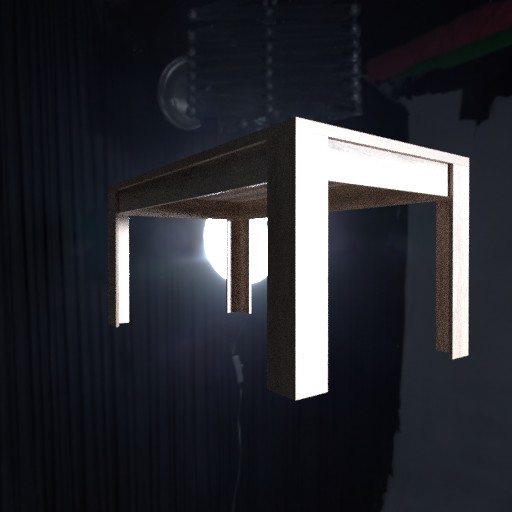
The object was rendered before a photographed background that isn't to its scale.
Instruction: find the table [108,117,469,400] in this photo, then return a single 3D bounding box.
[{"bbox_3d":[0.000,0.000,2.121,0.900,0.775,1.600,0,1,-36],"label":"table"}]
